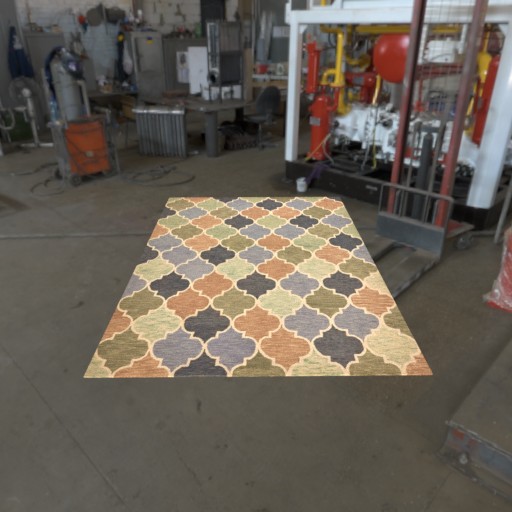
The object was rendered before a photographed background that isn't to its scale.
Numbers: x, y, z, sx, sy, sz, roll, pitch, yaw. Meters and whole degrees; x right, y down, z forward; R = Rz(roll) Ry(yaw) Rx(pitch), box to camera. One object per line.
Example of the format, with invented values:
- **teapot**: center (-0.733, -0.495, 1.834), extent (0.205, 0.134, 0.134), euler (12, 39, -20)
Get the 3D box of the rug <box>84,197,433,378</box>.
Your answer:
- **rug**: center (0.000, 0.000, 2.357), extent (1.216, 0.006, 1.828), euler (0, 27, -1)
